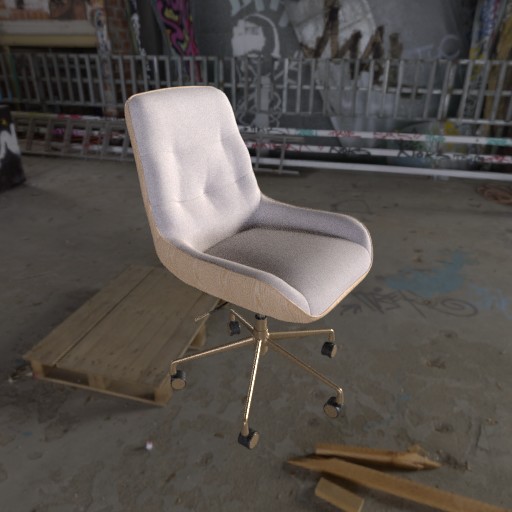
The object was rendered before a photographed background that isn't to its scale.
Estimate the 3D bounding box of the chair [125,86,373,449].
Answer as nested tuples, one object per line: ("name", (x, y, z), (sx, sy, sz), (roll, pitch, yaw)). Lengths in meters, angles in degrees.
("chair", (0.000, 0.000, 1.376), (0.668, 0.952, 0.564), (17, 31, 32))
